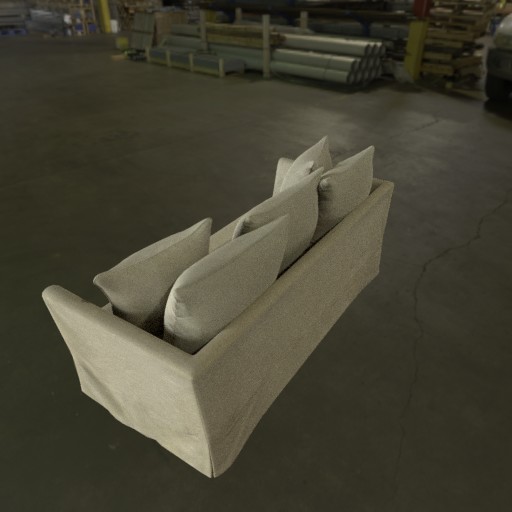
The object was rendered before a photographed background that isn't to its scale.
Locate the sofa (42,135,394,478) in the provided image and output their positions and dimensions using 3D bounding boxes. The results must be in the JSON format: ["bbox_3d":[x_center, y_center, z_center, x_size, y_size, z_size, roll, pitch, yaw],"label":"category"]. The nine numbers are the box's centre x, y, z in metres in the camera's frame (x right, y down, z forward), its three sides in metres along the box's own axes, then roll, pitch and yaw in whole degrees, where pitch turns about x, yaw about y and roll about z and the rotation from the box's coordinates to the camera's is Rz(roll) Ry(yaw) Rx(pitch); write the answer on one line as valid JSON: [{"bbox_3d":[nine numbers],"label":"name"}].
[{"bbox_3d":[0.000,0.000,2.829,1.031,1.034,2.290,20,37,28],"label":"sofa"}]
